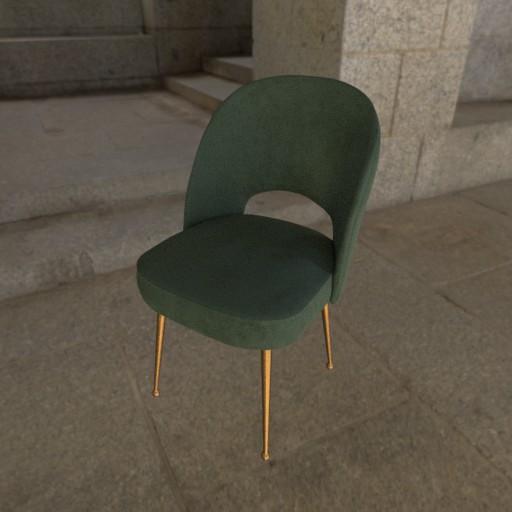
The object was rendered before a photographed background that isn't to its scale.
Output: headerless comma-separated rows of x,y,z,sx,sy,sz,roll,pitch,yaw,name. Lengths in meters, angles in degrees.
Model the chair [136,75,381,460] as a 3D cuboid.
0.000,0.000,1.217,0.527,0.860,0.577,18,34,28,chair
